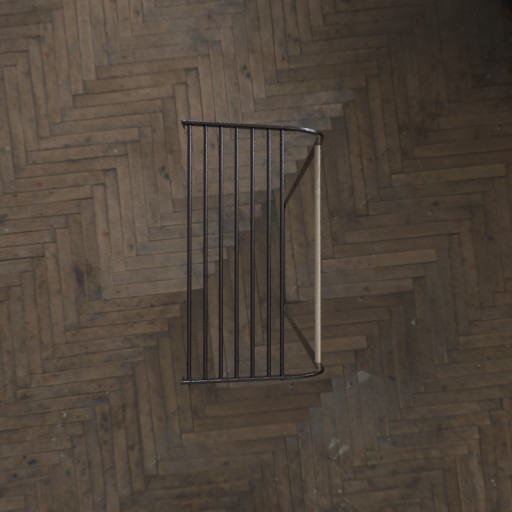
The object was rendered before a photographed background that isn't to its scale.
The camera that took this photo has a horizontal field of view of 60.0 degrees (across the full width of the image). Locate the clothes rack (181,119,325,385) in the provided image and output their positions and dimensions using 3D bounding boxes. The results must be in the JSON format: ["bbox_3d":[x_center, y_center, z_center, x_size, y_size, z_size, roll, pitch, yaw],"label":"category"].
[{"bbox_3d":[0.000,0.000,1.794,0.349,1.574,0.609,0,89,0],"label":"clothes rack"}]
